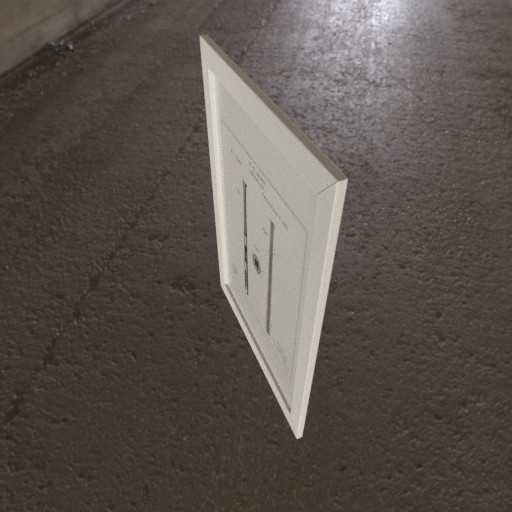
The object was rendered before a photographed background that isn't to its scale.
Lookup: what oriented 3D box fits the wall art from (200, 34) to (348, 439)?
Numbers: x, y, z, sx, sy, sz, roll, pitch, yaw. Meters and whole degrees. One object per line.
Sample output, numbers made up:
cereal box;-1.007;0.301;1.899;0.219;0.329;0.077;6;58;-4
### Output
wall art;0.000;0.000;0.684;0.012;0.529;0.374;-17;48;-16
